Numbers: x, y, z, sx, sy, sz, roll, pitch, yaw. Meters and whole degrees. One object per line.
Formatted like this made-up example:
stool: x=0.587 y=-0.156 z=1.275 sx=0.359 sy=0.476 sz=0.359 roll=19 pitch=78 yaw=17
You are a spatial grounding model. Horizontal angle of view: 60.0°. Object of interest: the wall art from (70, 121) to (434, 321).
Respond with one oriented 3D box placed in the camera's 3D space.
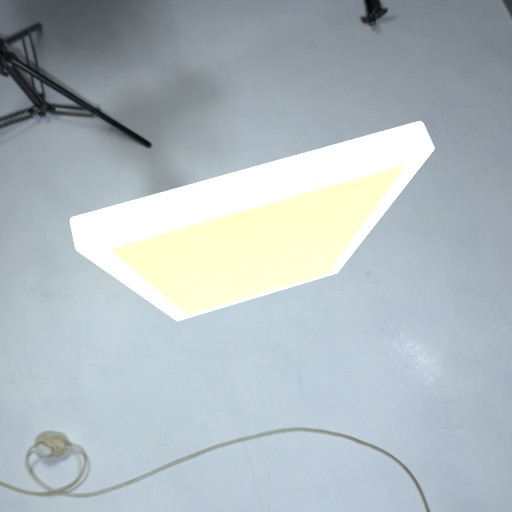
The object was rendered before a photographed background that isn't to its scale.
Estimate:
wall art: x=0.000 y=0.000 z=0.770 sx=0.401 sy=0.610 sz=0.038 roll=-16 pitch=75 yaw=-4
